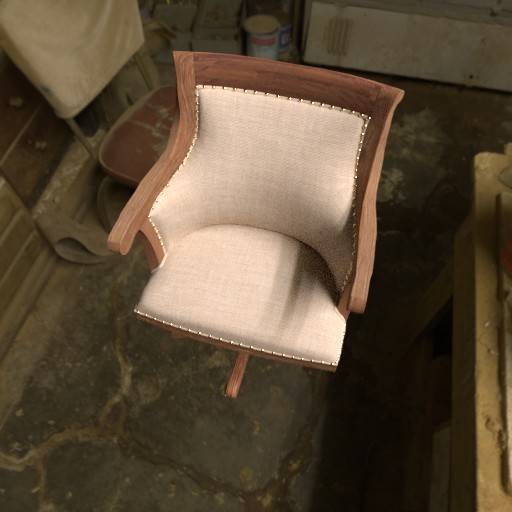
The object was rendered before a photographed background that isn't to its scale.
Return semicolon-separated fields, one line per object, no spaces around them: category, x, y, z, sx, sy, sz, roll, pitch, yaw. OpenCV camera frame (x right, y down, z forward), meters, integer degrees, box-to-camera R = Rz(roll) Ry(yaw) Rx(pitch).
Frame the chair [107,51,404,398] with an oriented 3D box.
chair;0.000;0.000;1.394;0.656;0.965;0.689;13;58;8
